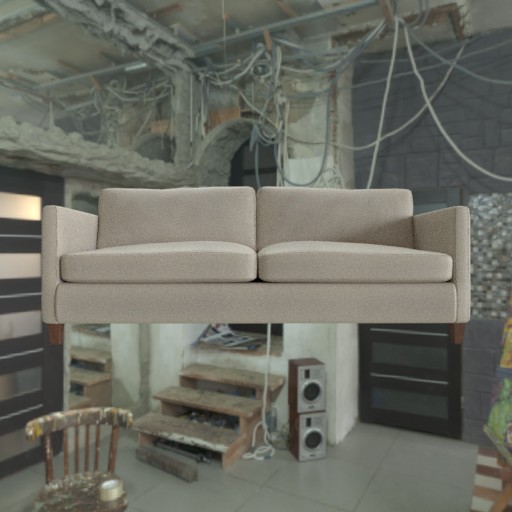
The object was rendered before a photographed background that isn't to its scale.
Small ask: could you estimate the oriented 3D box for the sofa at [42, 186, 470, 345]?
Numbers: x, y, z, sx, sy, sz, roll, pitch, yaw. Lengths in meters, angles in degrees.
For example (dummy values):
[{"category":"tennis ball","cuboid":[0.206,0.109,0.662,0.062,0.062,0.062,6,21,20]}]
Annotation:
[{"category":"sofa","cuboid":[0.000,0.000,2.859,2.361,0.968,0.951,0,0,-1]}]
